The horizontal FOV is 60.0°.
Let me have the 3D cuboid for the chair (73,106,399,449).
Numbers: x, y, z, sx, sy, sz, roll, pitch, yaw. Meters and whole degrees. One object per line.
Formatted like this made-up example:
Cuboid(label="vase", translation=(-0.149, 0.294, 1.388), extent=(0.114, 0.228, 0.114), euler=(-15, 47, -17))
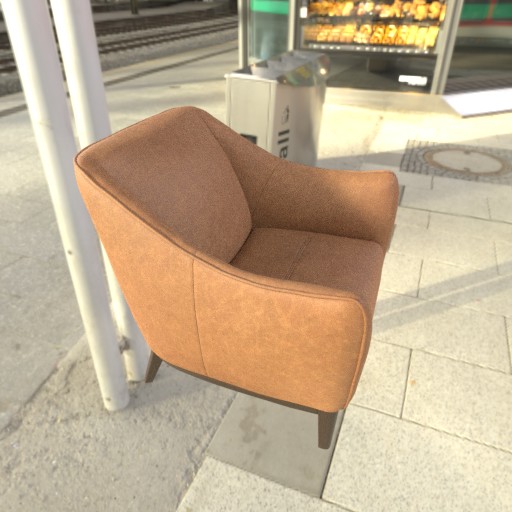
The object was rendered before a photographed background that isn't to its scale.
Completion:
Cuboid(label="chair", translation=(0.000, 0.000, 1.517), extent=(0.852, 0.830, 0.871), euler=(11, 33, 17))
